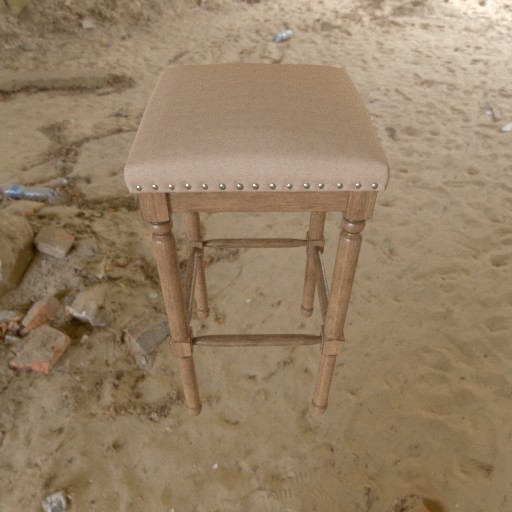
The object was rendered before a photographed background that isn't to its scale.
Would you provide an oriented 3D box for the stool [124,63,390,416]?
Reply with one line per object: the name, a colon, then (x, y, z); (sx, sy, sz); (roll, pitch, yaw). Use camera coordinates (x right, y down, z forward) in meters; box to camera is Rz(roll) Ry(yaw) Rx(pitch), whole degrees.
stool: (0.000, 0.000, 0.983); (0.382, 0.768, 0.383); (-1, 42, -1)
